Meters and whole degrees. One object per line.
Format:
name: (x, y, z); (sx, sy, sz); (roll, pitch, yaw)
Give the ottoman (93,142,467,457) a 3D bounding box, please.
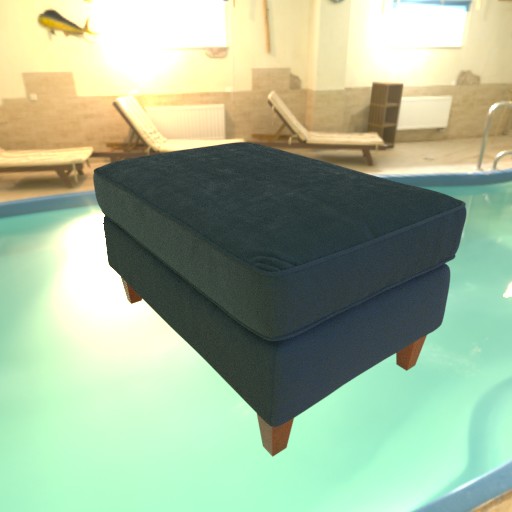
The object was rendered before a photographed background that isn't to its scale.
ottoman: (0.000, 0.000, 1.210); (0.583, 0.484, 0.862); (-18, 31, -33)
